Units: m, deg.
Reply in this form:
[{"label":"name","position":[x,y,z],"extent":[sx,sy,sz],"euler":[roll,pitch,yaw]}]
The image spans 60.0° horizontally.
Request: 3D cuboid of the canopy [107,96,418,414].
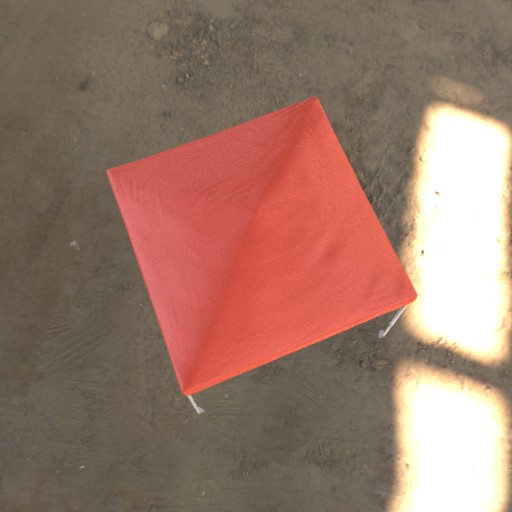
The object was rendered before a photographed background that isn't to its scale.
[{"label":"canopy","position":[0.000,0.000,5.210],"extent":[2.850,2.850,2.849],"euler":[-21,75,-6]}]
